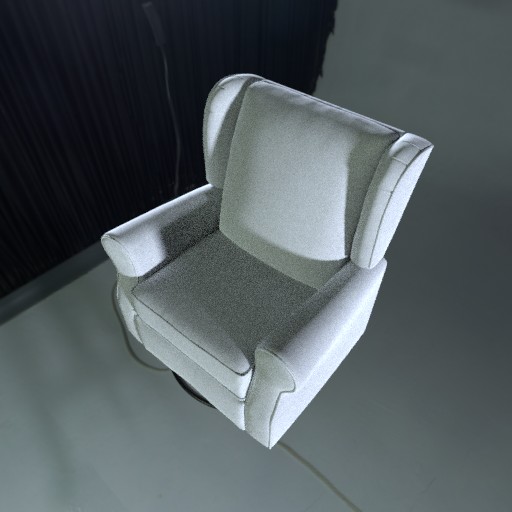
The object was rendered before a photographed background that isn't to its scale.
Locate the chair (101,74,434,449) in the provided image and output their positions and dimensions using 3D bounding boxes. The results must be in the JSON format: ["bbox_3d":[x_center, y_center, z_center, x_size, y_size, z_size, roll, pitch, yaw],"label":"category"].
[{"bbox_3d":[0.000,0.000,1.681,0.906,0.967,0.854,31,54,26],"label":"chair"}]
